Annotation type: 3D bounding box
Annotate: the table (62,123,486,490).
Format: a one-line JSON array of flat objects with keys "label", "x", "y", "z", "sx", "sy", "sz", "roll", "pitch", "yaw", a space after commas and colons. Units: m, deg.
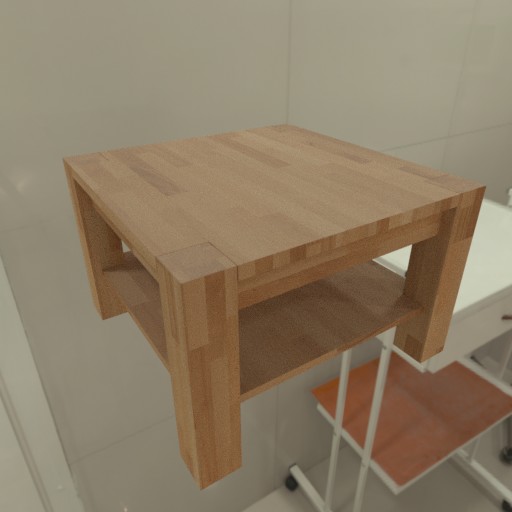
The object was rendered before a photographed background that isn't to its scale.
[{"label": "table", "x": 0.000, "y": 0.000, "z": 1.128, "sx": 0.700, "sy": 0.451, "sz": 0.700, "roll": -18, "pitch": 33, "yaw": -29}]
